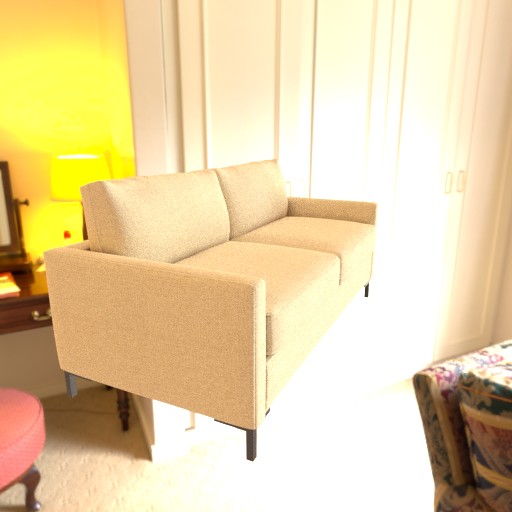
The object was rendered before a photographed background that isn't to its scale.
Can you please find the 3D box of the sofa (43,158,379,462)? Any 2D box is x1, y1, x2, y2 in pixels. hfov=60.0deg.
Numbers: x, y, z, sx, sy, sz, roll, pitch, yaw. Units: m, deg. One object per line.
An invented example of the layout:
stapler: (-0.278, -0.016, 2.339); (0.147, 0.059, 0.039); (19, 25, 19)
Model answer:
sofa: (0.000, 0.000, 2.074); (0.839, 0.812, 1.651); (8, 17, 25)
